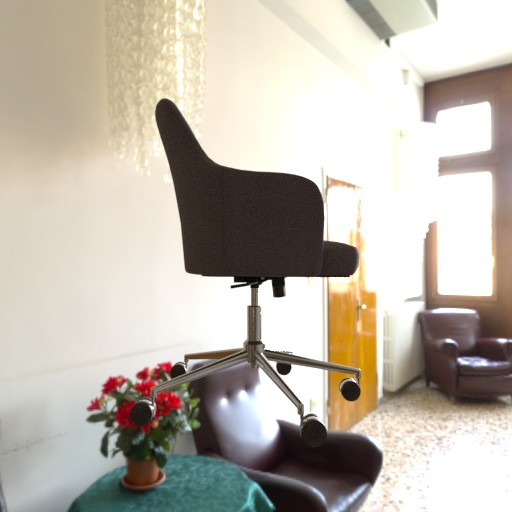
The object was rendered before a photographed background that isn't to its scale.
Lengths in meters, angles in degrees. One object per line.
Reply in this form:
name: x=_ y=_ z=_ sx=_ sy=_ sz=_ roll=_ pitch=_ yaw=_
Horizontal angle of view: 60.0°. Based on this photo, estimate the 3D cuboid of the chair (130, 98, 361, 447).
chair: x=0.000 y=0.000 z=1.269 sx=0.600 sy=0.820 sz=0.655 roll=0 pitch=-1 yaw=0
